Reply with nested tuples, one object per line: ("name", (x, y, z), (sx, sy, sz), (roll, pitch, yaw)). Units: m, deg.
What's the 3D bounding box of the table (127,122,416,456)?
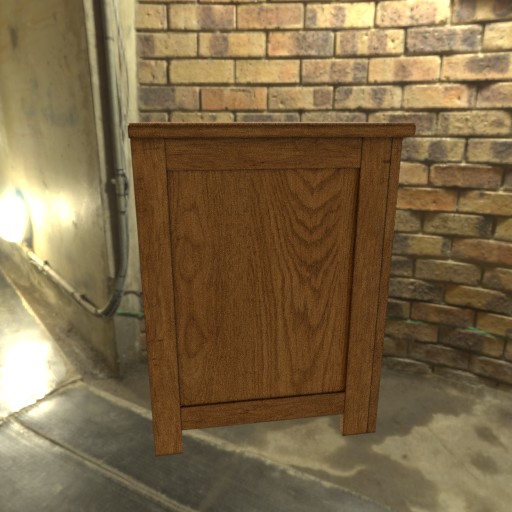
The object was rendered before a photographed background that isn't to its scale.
("table", (0.000, 0.000, 1.083), (0.494, 0.625, 0.601), (-3, 17, -8))
